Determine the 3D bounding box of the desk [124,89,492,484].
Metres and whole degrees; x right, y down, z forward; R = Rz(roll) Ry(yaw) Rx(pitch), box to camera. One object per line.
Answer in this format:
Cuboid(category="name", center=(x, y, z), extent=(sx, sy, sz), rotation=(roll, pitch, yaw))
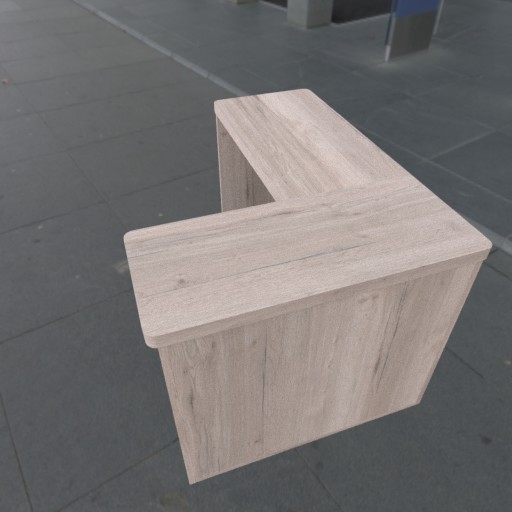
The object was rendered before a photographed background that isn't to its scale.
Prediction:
Cuboid(category="desk", center=(0.000, 0.000, 1.689), extent=(0.900, 0.760, 1.169), rotation=(-13, 43, -15))
